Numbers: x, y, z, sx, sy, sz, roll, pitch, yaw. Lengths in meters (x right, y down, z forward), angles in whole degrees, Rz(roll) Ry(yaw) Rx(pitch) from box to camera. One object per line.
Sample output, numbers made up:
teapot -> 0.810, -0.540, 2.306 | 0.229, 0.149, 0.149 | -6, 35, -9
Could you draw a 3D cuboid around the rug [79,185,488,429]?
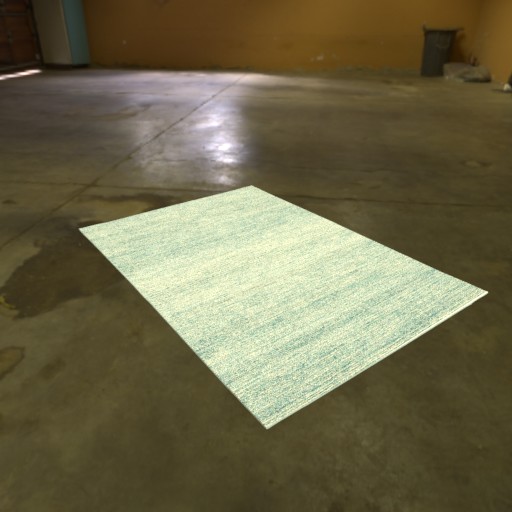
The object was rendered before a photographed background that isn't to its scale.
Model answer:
rug -> 0.000, 0.000, 2.928 | 1.613, 0.030, 2.306 | -19, 34, -32
